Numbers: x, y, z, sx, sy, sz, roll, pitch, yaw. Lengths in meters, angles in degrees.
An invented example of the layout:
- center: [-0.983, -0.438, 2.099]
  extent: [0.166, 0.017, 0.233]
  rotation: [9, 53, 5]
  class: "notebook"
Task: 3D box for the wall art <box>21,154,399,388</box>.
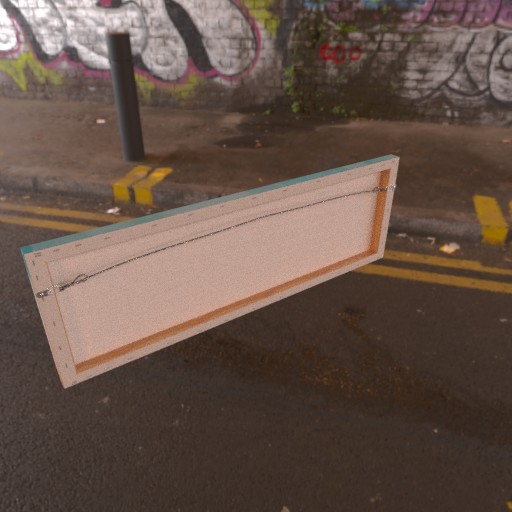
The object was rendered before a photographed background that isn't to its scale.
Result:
- center: [0.000, 0.000, 0.845]
  extent: [0.759, 0.254, 0.044]
  rotation: [-19, 35, -29]
  class: "wall art"
